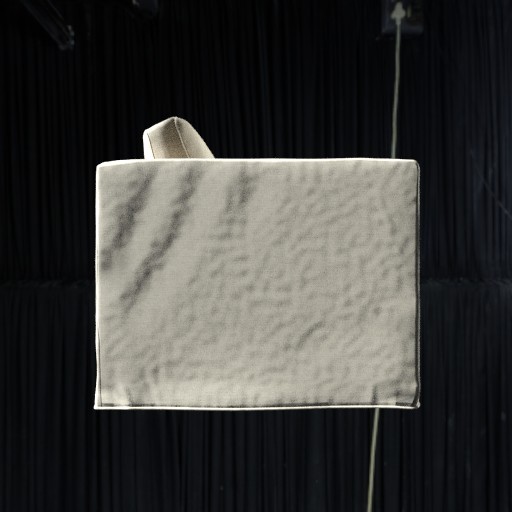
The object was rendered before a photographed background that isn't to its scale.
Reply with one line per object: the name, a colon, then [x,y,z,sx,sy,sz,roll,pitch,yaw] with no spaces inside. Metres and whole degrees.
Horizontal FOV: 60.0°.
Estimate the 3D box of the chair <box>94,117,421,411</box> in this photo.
chair: [0.000,0.000,1.754,0.949,0.867,1.057,0,0,-1]
